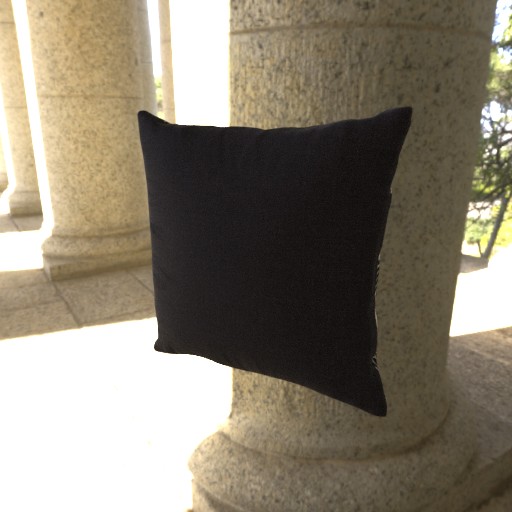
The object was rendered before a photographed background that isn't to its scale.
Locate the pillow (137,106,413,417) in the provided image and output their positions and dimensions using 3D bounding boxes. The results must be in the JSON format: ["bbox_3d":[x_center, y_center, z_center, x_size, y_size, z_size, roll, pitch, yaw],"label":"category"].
[{"bbox_3d":[0.000,0.000,0.684,0.432,0.432,0.139,9,19,27],"label":"pillow"}]
